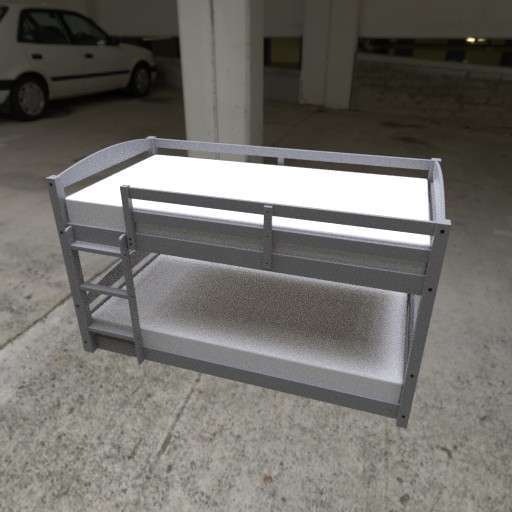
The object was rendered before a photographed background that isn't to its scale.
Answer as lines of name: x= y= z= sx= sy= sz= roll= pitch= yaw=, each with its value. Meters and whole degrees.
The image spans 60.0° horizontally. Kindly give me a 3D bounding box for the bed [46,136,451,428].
bed: x=0.000 y=0.000 z=2.770 sx=2.013 sy=1.206 sz=1.105 roll=9 pitch=28 yaw=16
